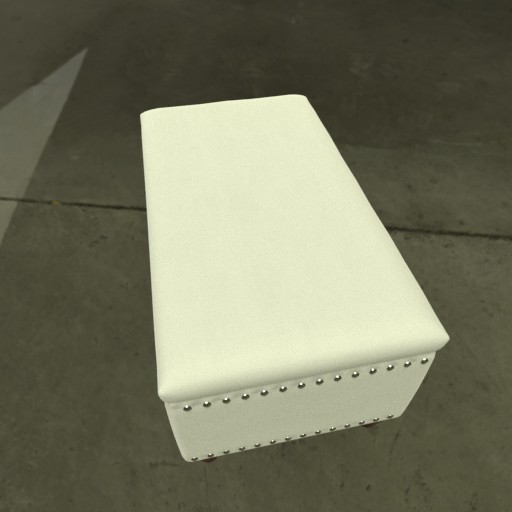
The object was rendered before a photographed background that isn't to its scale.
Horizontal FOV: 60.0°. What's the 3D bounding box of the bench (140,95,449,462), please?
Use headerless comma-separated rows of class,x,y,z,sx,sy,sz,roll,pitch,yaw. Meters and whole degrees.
bench,0.000,0.000,1.161,0.500,0.449,0.887,-9,47,-8
